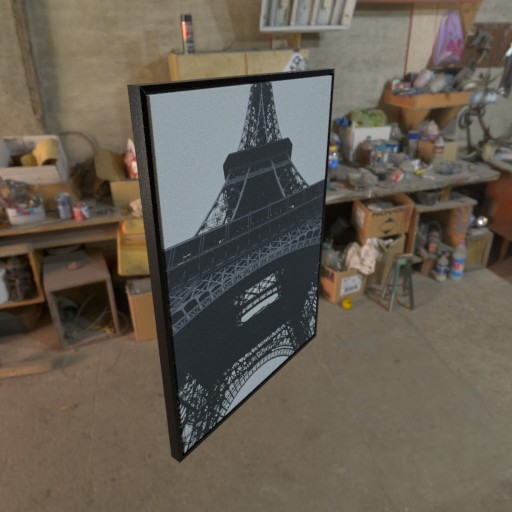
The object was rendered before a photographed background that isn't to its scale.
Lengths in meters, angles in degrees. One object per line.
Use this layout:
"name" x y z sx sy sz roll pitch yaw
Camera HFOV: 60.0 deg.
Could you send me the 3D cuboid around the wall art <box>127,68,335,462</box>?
"wall art" 0.000 0.000 1.401 0.040 1.062 0.805 18 31 33
